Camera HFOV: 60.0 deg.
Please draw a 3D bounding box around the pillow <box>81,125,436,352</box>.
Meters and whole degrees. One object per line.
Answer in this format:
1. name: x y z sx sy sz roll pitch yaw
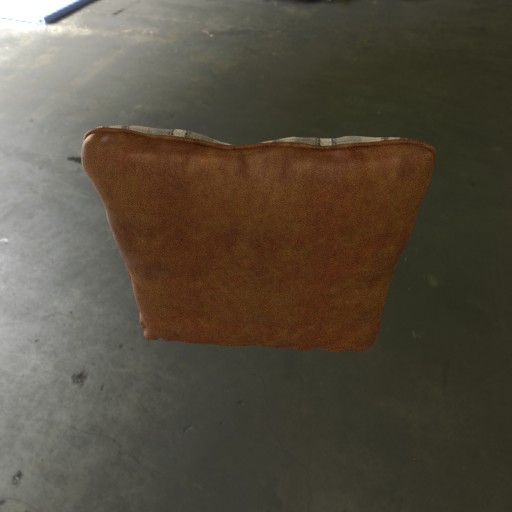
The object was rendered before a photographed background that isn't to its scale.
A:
1. pillow: 0.000 0.000 0.769 0.489 0.490 0.130 3 47 3
